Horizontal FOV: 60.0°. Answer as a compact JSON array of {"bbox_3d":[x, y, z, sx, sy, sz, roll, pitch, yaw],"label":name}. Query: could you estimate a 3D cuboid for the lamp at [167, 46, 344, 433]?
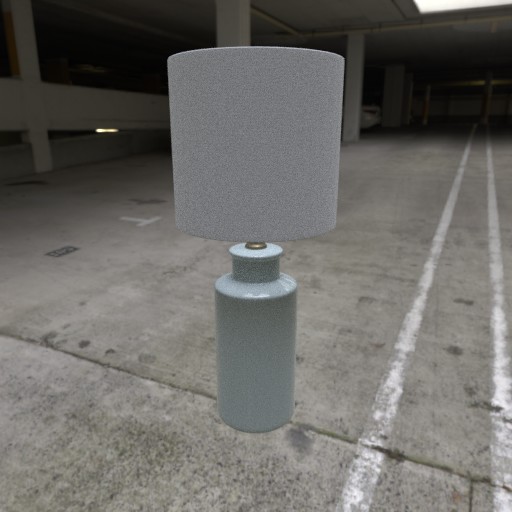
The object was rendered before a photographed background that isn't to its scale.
[{"bbox_3d":[0.000,0.000,0.609,0.212,0.493,0.212,8,18,25],"label":"lamp"}]
